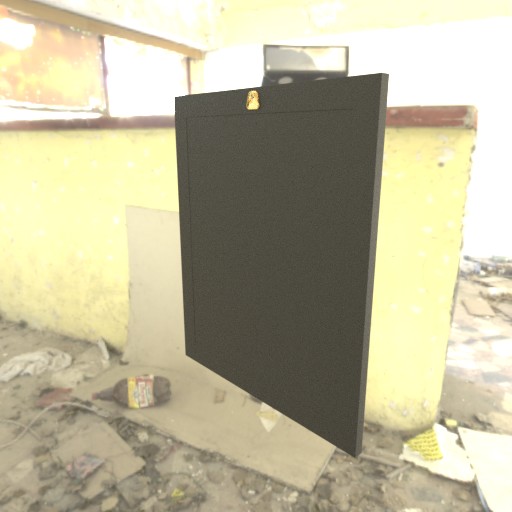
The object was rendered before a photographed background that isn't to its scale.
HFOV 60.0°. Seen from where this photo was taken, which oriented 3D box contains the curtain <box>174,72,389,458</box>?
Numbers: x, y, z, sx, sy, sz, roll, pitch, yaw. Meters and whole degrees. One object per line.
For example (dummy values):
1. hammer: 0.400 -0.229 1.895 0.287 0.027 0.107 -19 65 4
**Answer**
1. curtain: 0.000 0.000 0.819 0.027 0.585 0.483 -14 20 -41
